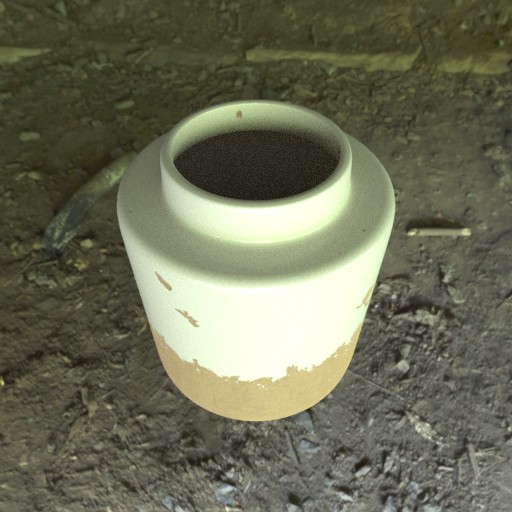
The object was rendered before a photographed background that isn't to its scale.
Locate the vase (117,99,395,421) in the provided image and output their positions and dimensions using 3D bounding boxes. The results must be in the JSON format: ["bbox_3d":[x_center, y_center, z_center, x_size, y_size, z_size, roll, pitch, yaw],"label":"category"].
[{"bbox_3d":[0.000,0.000,0.288,0.153,0.167,0.153,0,47,0],"label":"vase"}]
